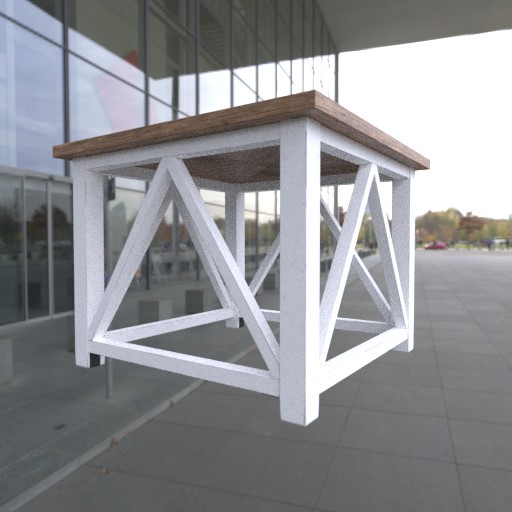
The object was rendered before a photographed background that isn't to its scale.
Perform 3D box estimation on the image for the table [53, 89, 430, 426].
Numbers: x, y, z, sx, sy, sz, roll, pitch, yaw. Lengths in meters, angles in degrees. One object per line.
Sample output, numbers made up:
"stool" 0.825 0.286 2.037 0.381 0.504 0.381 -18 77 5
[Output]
"table" 0.000 0.000 1.157 0.700 0.532 0.700 1 2 35
